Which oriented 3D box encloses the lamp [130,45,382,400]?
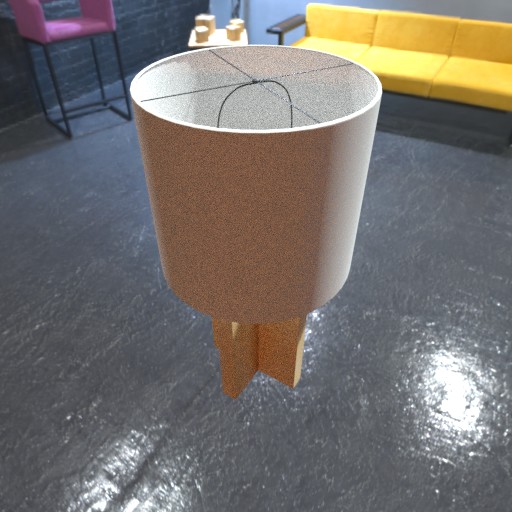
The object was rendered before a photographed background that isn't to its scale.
[{"bbox_3d":[0.000,0.000,0.547,0.229,0.428,0.229,22,45,24],"label":"lamp"}]
